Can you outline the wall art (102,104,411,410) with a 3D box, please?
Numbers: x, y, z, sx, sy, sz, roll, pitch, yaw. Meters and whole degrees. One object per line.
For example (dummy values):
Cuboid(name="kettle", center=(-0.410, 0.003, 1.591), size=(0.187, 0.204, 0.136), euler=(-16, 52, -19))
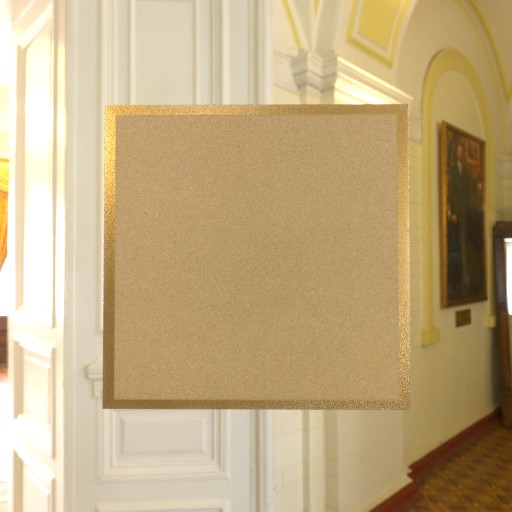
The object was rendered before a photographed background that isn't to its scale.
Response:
Cuboid(name="wall art", center=(0.000, 0.000, 0.756), size=(0.510, 0.509, 0.033), euler=(0, -1, 1))
